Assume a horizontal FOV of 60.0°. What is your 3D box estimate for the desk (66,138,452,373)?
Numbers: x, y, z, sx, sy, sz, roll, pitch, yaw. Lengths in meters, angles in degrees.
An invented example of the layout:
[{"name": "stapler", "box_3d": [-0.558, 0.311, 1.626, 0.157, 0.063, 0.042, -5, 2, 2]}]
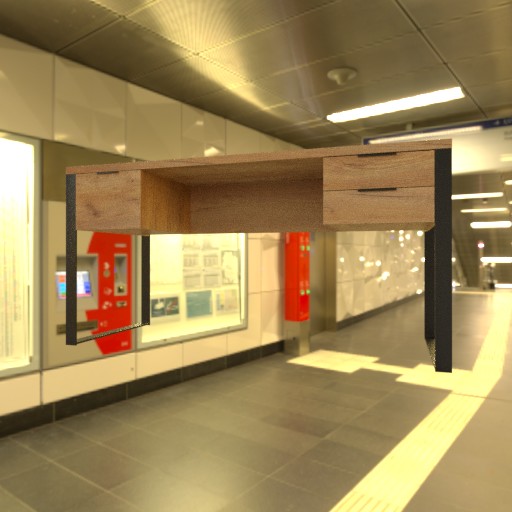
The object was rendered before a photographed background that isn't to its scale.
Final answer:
[{"name": "desk", "box_3d": [0.000, 0.000, 1.946, 1.520, 0.760, 0.600, 0, 0, 18]}]
